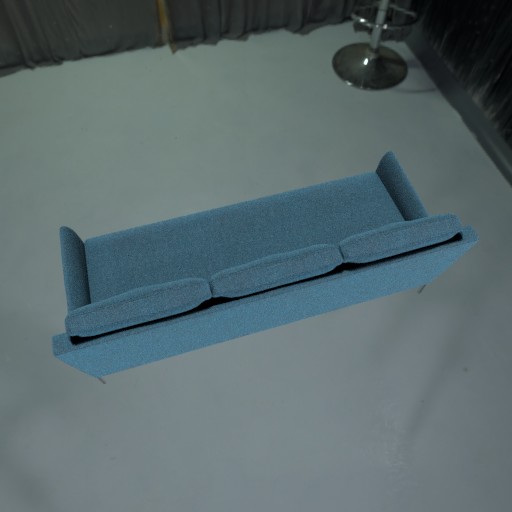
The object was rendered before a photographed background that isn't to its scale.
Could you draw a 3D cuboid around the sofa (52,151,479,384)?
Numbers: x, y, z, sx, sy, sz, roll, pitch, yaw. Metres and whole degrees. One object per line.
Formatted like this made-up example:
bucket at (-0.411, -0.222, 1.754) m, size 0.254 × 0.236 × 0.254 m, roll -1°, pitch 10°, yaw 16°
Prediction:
sofa at (0.000, 0.000, 2.498) m, size 2.060 × 0.837 × 0.849 m, roll -14°, pitch 59°, yaw -9°
